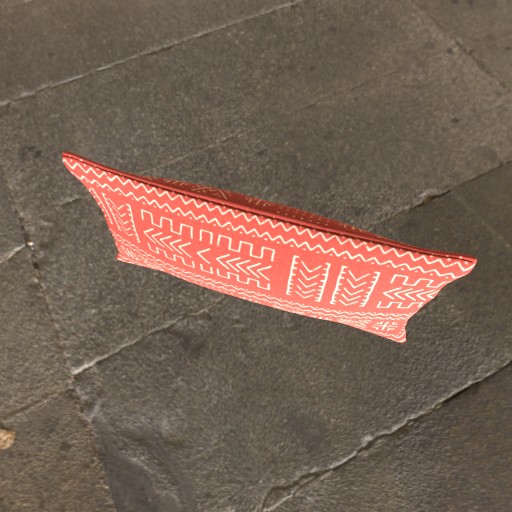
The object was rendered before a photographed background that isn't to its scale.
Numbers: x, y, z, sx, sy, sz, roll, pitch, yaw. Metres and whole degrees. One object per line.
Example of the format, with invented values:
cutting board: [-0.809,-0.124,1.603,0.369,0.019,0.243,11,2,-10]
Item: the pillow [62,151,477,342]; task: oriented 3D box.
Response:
pillow: [0.000,0.000,0.796,0.640,0.352,0.130,15,64,8]
